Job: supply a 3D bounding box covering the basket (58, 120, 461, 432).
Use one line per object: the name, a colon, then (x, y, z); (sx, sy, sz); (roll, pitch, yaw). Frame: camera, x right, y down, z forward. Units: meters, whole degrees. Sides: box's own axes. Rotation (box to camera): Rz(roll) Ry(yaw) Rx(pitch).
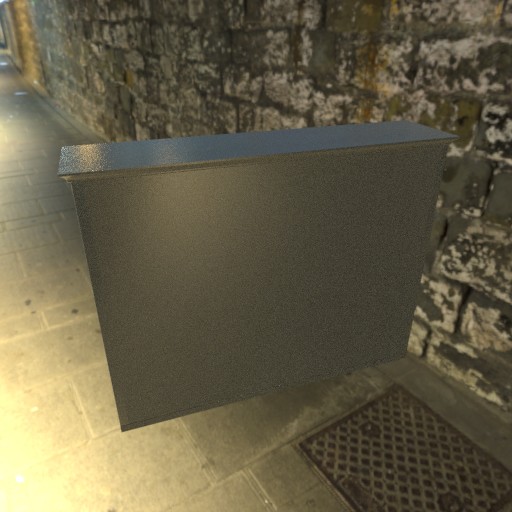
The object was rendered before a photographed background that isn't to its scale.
basket: (0.000, 0.000, 1.094); (0.780, 0.600, 0.350); (-9, 29, -17)
